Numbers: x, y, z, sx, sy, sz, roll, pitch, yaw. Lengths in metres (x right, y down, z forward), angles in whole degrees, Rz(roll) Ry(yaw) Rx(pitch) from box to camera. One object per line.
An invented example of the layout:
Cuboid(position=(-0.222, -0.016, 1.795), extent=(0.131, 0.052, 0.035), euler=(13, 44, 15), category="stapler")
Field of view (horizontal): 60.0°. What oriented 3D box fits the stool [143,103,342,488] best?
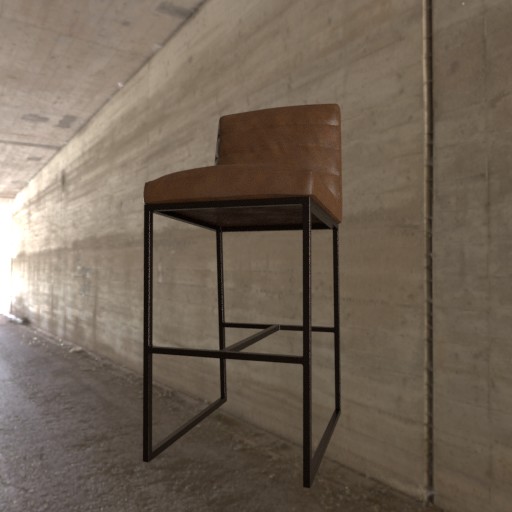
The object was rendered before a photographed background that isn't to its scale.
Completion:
Cuboid(position=(0.000, 0.000, 1.338), extent=(0.463, 1.065, 0.562), euler=(0, -1, 18), category="stool")
